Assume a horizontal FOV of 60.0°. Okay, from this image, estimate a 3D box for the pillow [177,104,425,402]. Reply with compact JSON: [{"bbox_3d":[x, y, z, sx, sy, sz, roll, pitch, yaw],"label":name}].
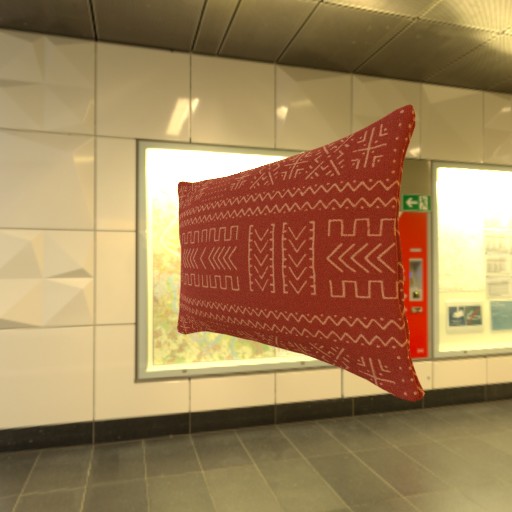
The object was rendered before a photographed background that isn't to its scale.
[{"bbox_3d":[0.000,0.000,0.771,0.130,0.352,0.640,1,-1,-36],"label":"pillow"}]
